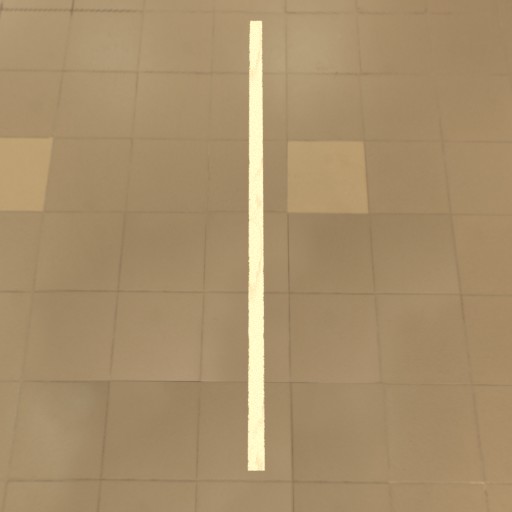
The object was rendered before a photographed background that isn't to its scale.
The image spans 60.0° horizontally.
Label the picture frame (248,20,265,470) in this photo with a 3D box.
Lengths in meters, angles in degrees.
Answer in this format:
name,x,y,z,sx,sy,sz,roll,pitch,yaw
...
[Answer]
name,x,y,z,sx,sy,sz,roll,pitch,yaw
picture frame,0.000,0.000,1.204,0.029,0.640,0.950,0,74,0
